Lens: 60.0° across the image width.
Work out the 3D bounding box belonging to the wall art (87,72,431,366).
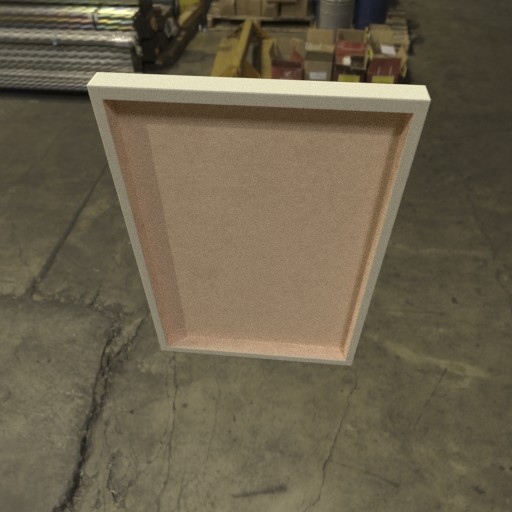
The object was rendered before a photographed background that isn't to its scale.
[{"bbox_3d":[0.000,0.000,0.768,0.418,0.608,0.038,4,46,4],"label":"wall art"}]
